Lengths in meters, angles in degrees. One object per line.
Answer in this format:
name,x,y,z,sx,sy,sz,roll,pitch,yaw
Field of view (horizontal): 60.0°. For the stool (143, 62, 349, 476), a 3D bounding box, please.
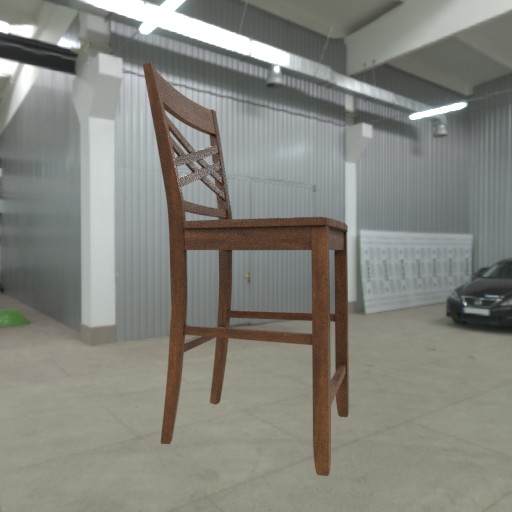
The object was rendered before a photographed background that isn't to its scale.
stool,0.000,0.000,1.375,0.539,1.079,0.462,0,1,18
